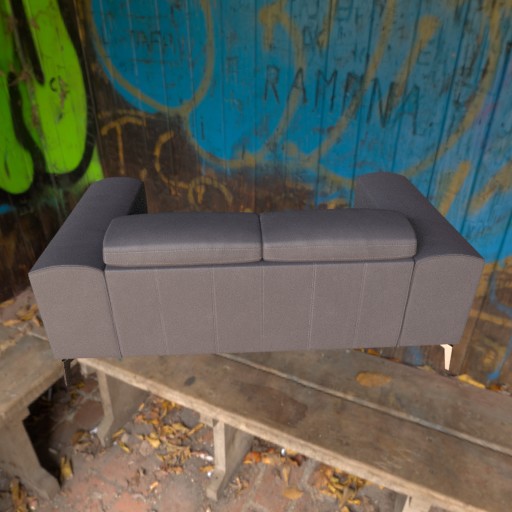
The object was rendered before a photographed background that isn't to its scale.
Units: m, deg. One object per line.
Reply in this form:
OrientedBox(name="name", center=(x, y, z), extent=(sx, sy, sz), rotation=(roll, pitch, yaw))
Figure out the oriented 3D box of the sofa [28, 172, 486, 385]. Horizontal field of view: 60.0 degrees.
OrientedBox(name="sofa", center=(0.000, 0.000, 2.333), extent=(1.895, 0.779, 1.003), rotation=(-2, 31, -3))
